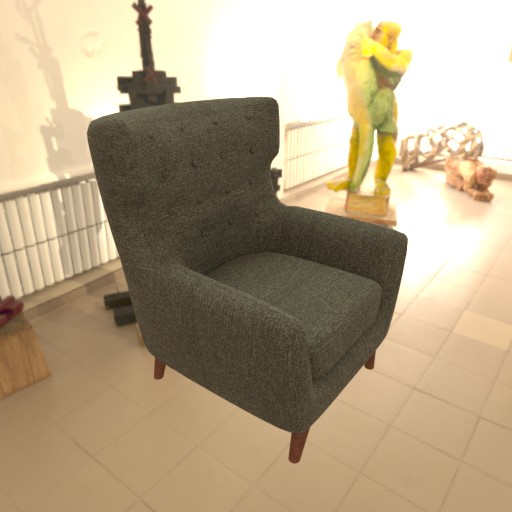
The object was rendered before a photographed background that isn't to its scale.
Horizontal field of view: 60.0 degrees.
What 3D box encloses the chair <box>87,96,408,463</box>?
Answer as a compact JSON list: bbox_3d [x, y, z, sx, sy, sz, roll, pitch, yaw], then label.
[{"bbox_3d":[0.000,0.000,1.695,0.904,1.063,0.878,18,31,33],"label":"chair"}]
